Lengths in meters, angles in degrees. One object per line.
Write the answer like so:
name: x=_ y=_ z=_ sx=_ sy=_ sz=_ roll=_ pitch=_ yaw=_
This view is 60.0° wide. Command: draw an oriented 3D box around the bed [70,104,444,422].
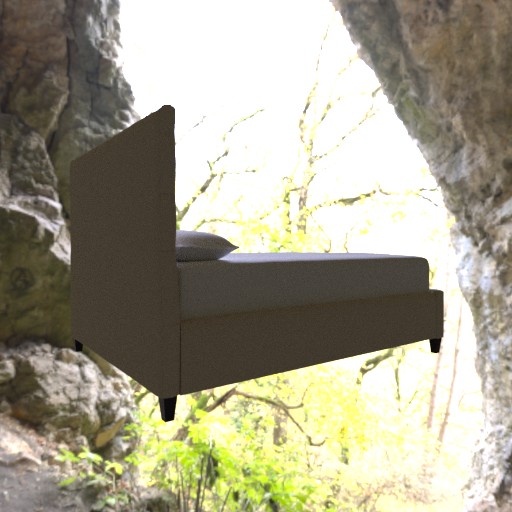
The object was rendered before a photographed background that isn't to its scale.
bed: x=0.000 y=0.000 z=3.276 sx=2.233 sy=1.426 sz=1.696 roll=-1 pitch=2 yaw=-36
